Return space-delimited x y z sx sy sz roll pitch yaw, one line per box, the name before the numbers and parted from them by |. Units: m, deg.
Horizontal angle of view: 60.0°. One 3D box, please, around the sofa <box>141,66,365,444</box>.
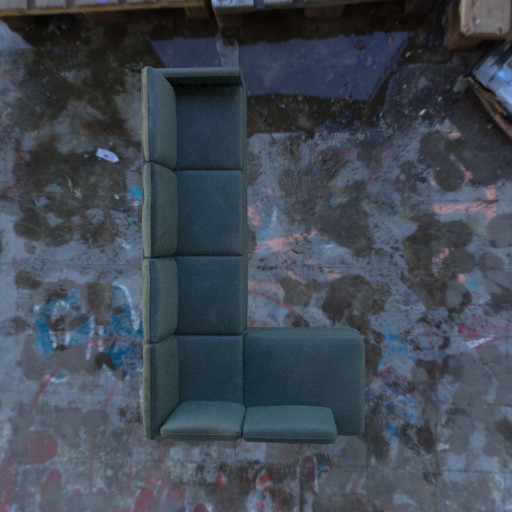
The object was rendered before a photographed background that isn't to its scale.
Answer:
sofa | 0.000 0.000 4.205 2.048 0.996 3.384 0 91 3
